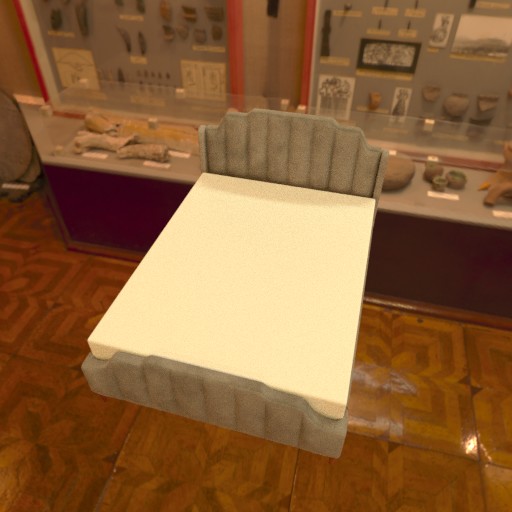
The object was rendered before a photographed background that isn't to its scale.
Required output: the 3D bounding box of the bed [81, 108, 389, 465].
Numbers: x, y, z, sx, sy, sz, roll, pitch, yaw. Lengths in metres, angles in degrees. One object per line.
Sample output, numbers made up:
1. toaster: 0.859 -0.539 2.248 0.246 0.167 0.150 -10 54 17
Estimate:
1. bed: 0.000 0.000 3.323 1.676 1.245 2.340 11 43 12
